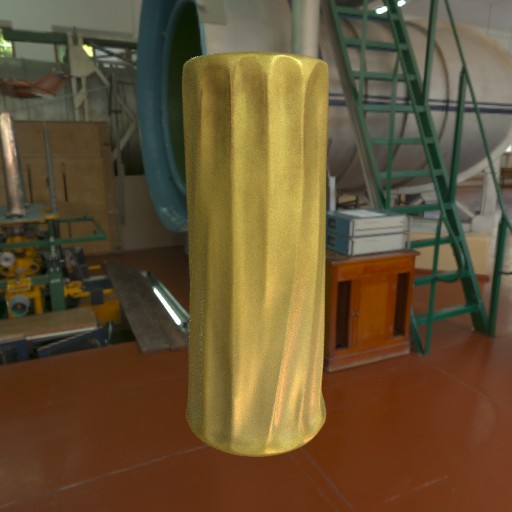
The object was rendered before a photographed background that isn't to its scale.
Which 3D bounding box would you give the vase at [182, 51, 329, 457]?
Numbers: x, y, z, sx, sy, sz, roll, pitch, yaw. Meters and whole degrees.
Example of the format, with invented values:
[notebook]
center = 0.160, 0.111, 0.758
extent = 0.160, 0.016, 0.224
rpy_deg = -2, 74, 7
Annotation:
[vase]
center = 0.000, 0.000, 0.178
extent = 0.061, 0.143, 0.061
rpy_deg = 0, 14, 0
